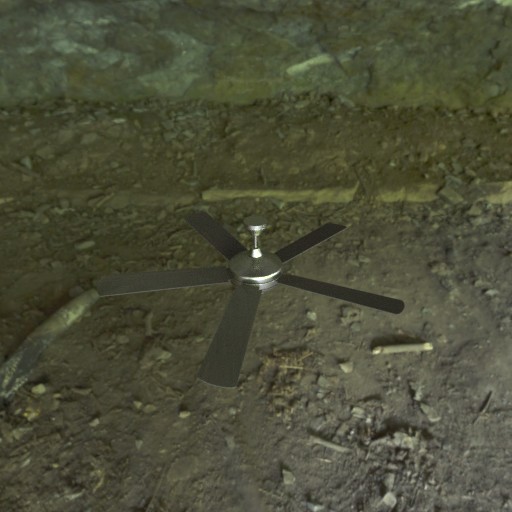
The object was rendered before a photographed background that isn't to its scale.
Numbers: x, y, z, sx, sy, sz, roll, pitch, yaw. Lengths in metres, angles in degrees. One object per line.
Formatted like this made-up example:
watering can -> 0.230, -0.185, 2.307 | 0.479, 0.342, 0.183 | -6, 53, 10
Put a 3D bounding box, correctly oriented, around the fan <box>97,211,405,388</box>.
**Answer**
fan -> 0.000, 0.000, 2.013 | 1.321, 0.356, 1.321 | 20, 36, 29
